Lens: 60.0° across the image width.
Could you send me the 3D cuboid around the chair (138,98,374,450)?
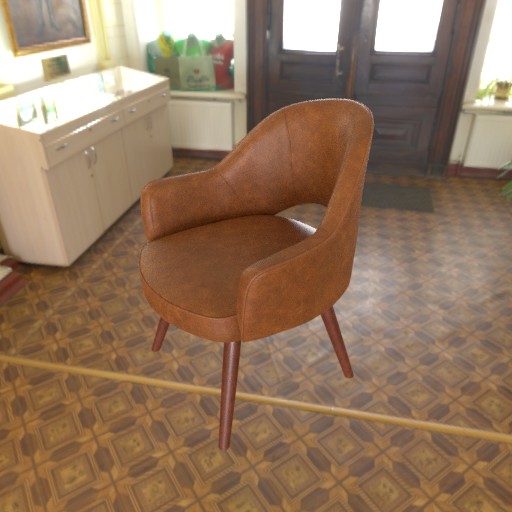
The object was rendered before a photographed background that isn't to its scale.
[{"bbox_3d":[0.000,0.000,1.250,0.640,0.777,0.591,-19,35,-29],"label":"chair"}]
